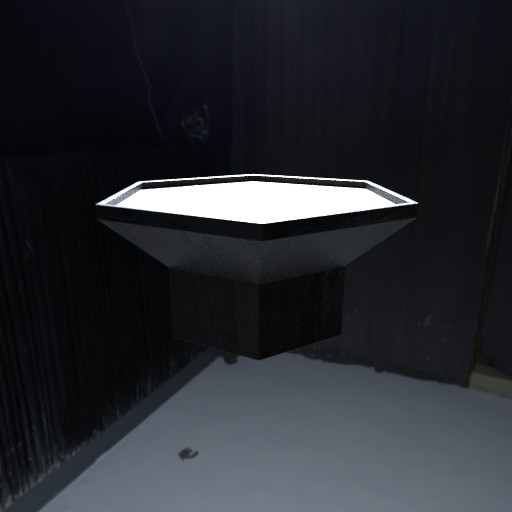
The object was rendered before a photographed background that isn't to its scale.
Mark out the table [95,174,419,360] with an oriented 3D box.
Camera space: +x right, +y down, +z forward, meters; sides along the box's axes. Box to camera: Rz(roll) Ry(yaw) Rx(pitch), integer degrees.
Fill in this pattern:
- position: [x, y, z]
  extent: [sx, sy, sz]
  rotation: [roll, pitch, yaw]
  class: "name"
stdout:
- position: [0.000, 0.000, 1.657]
  extent: [1.115, 0.488, 0.966]
  rotation: [9, 18, 27]
  class: "table"
